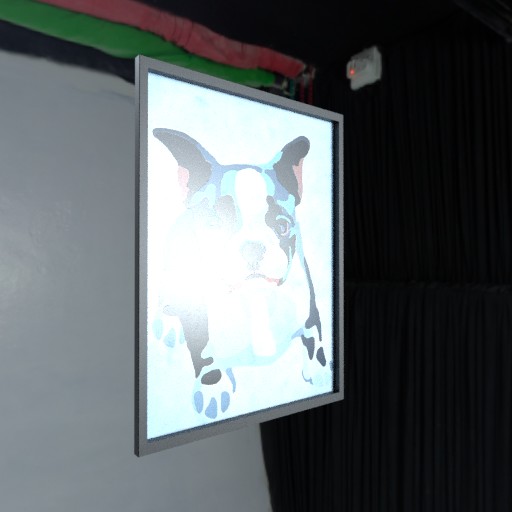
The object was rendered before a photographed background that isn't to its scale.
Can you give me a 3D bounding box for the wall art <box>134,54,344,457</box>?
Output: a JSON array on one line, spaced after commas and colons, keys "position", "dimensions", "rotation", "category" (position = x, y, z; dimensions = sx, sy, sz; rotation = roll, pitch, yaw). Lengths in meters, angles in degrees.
[{"position": [0.000, 0.000, 1.376], "dimensions": [0.774, 1.027, 0.030], "rotation": [0, -1, -38], "category": "wall art"}]
